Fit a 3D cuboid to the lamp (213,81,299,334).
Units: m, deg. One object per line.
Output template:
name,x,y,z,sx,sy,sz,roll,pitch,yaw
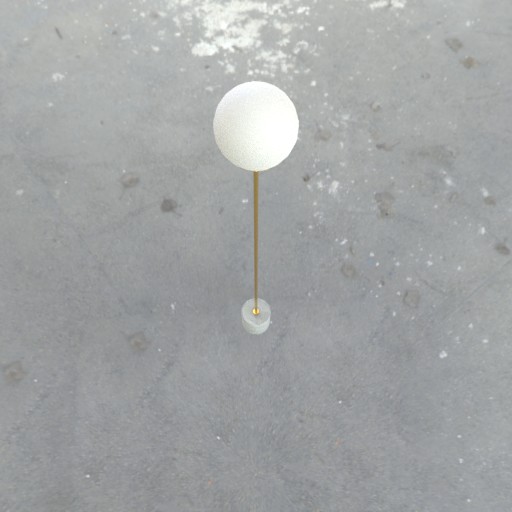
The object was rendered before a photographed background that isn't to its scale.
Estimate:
lamp,0.000,0.000,1.848,0.224,1.753,0.224,-34,68,-15
